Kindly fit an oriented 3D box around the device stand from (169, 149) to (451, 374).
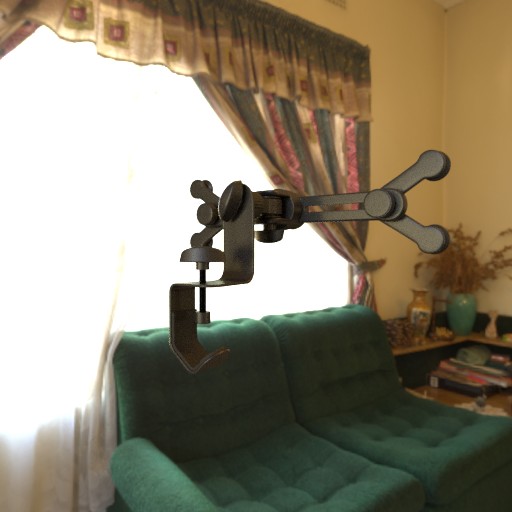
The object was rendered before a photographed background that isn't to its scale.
[{"bbox_3d":[0.000,0.000,0.367,0.270,0.166,0.142,1,1,37],"label":"device stand"}]
